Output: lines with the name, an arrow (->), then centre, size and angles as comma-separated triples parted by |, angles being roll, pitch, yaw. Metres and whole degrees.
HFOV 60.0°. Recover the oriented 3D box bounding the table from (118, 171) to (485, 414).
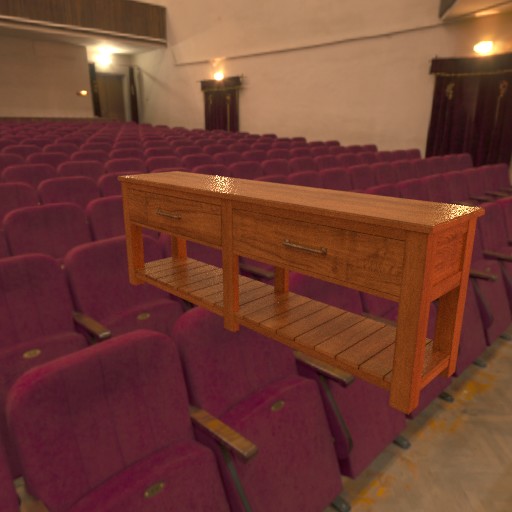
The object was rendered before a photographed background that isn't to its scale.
table -> 0.000, 0.000, 2.092 | 0.425, 0.635, 1.815 | -16, 23, -43
